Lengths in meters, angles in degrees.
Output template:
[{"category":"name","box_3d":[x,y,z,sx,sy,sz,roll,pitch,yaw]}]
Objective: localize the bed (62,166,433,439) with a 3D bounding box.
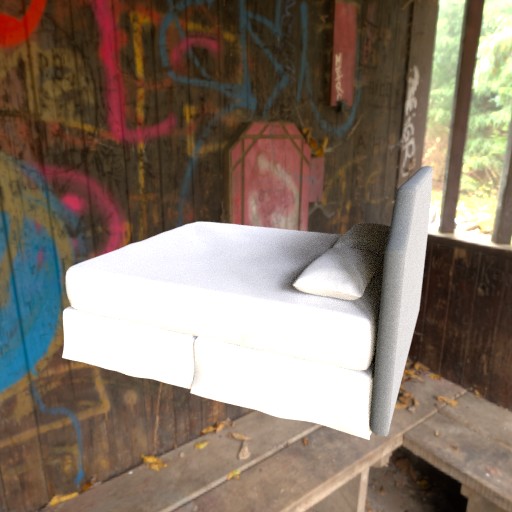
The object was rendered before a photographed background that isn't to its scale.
[{"category":"bed","box_3d":[0.000,0.000,3.296,2.259,1.296,1.811,7,18,23]}]
